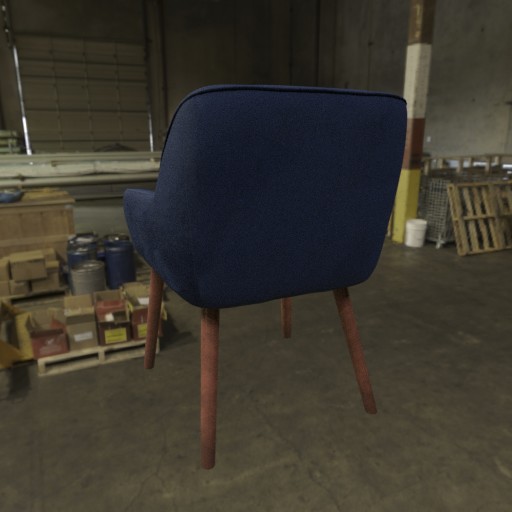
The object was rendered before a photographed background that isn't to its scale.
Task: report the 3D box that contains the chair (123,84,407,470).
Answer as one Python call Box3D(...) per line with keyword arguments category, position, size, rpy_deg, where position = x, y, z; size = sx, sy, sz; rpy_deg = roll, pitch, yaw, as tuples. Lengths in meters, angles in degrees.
Box3D(category="chair", position=(0.000, 0.000, 1.214), size=(0.600, 0.820, 0.600), rpy_deg=(-7, 17, -25))
